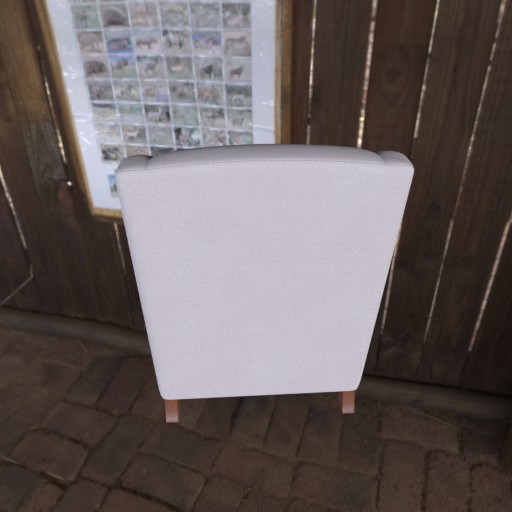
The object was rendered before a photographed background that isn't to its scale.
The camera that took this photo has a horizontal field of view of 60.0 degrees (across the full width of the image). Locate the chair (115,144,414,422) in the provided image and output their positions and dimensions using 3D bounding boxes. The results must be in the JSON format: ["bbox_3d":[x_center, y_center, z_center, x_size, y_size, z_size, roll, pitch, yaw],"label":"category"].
[{"bbox_3d":[0.000,0.000,1.627,0.715,1.010,0.863,-2,29,-3],"label":"chair"}]
